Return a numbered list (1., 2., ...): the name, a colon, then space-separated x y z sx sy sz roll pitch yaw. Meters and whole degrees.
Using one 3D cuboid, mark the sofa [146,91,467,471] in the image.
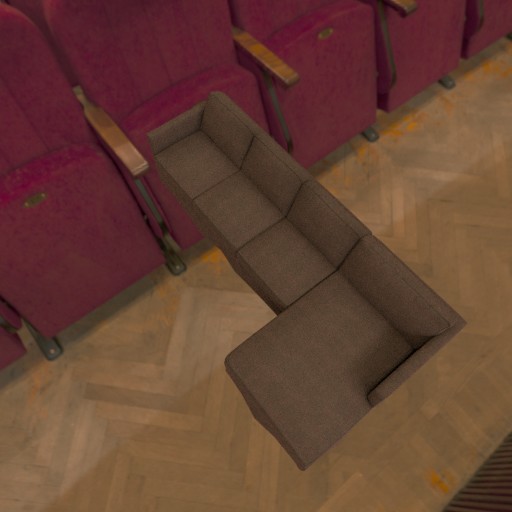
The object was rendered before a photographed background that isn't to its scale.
1. sofa: 0.000 0.000 3.953 1.650 0.922 3.205 -35 67 -17
